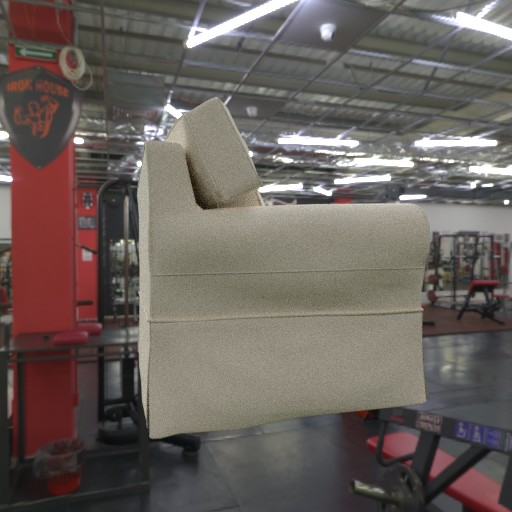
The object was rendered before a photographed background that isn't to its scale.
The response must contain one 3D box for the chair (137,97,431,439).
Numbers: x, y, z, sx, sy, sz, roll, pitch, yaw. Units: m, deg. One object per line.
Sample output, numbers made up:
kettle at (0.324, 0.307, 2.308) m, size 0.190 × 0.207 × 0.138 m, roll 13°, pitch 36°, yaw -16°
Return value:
chair at (0.000, 0.000, 1.779) m, size 0.904 × 0.958 × 1.099 m, roll 0°, pitch 0°, yaw -16°
